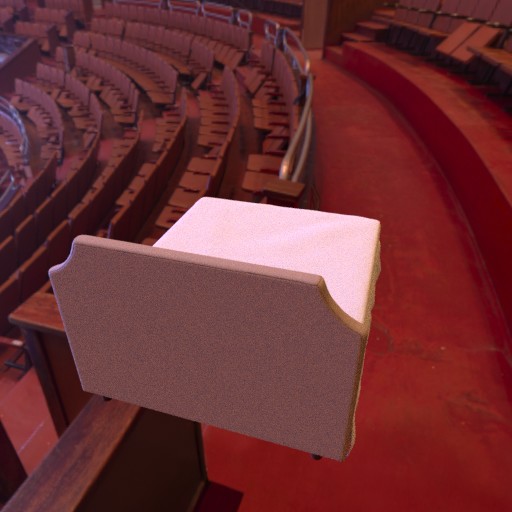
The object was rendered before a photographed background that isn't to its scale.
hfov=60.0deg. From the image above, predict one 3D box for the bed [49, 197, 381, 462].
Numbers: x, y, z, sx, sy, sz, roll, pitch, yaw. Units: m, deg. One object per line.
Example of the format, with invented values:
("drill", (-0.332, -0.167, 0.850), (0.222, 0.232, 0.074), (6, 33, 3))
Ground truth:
("bed", (0.000, 0.000, 4.189), (2.350, 1.590, 2.773), (9, 33, 15))
